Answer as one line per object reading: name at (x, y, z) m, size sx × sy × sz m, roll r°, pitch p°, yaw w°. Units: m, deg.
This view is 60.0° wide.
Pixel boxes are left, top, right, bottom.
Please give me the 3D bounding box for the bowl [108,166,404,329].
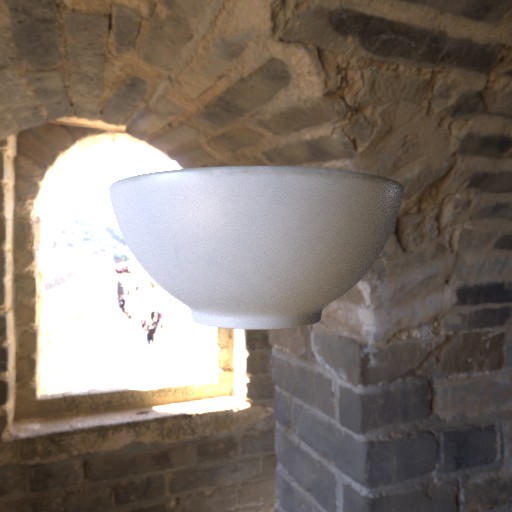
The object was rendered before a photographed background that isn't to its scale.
bowl at (0.000, 0.000, 0.424) m, size 0.268 × 0.121 × 0.268 m, roll 0°, pitch 0°, yaw 0°
